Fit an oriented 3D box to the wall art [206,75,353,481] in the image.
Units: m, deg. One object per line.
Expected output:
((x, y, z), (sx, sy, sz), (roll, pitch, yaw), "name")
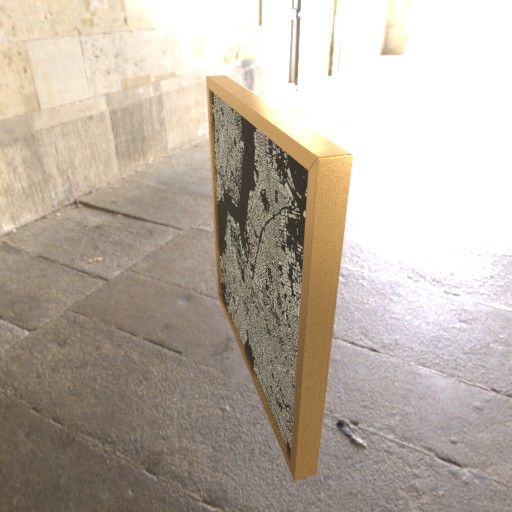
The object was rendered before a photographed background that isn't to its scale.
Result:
((0.000, 0.000, 0.457), (0.023, 0.305, 0.305), (-9, 32, -15), "wall art")
